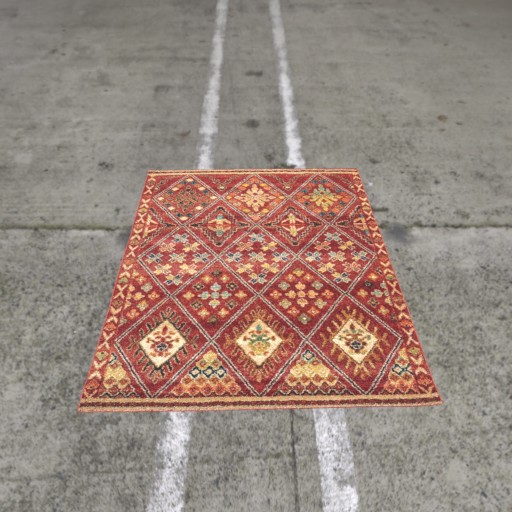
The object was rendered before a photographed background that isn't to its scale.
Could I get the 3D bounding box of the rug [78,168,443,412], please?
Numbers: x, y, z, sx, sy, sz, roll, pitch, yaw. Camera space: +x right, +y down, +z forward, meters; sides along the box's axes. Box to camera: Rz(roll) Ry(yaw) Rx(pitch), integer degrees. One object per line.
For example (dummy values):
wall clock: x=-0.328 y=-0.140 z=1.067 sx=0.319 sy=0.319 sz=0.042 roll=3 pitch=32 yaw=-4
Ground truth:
rug: x=0.000 y=0.000 z=4.140 sx=2.489 sy=0.030 sz=3.086 roll=-1 pitch=42 yaw=-1
